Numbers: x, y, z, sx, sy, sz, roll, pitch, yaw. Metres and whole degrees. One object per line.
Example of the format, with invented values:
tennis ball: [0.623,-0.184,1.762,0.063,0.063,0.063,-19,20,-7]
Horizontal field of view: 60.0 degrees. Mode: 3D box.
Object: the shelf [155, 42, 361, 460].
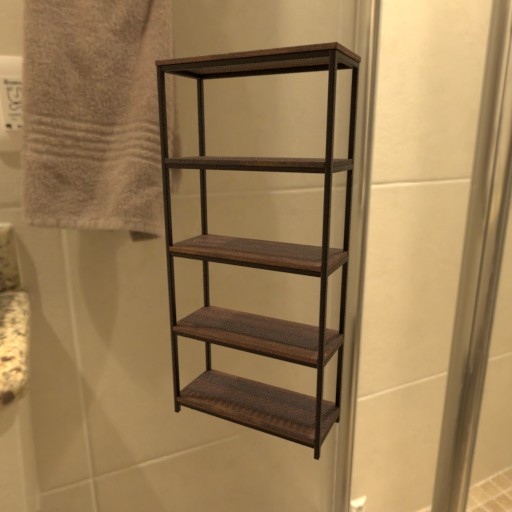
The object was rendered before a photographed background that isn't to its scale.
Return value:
shelf: [0.000,0.000,2.258,0.874,1.860,0.359,7,16,26]
